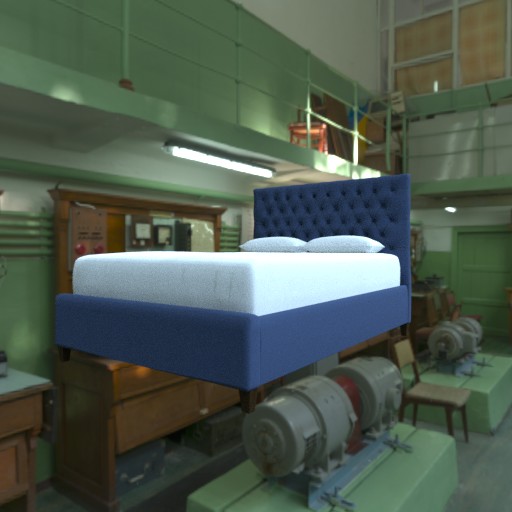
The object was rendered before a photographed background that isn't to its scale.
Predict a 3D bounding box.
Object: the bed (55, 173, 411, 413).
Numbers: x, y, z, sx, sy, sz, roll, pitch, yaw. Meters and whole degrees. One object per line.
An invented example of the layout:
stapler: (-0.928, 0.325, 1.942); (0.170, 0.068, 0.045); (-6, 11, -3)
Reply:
bed: (0.000, 0.000, 3.479); (1.706, 1.427, 2.387); (1, 1, 36)
